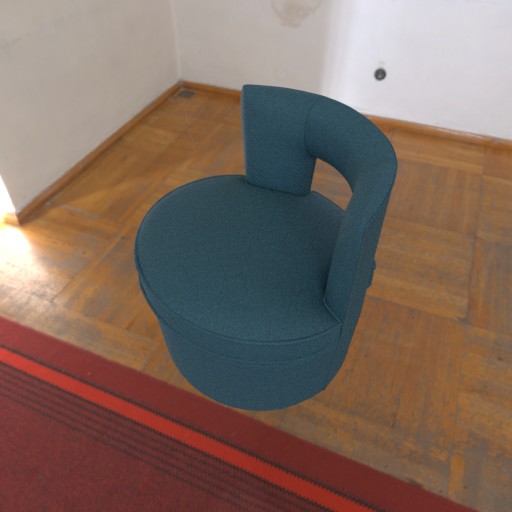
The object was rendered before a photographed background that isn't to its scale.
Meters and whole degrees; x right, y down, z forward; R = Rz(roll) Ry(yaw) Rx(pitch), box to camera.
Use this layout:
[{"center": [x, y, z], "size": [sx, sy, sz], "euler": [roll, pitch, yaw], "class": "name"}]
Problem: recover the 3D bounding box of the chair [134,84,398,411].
[{"center": [0.000, 0.000, 1.264], "size": [0.660, 0.711, 0.684], "euler": [-16, 48, -15], "class": "chair"}]
